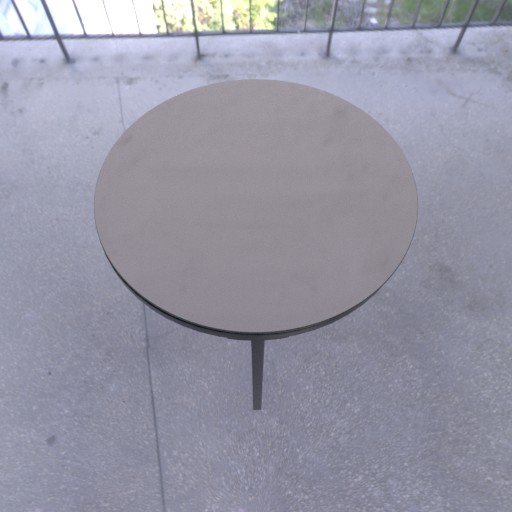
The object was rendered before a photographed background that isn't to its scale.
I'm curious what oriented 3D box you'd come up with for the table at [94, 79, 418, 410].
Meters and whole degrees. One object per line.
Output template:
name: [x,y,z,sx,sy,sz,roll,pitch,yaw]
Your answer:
table: [0.000,0.000,0.882,0.499,0.443,0.499,0,59,0]
